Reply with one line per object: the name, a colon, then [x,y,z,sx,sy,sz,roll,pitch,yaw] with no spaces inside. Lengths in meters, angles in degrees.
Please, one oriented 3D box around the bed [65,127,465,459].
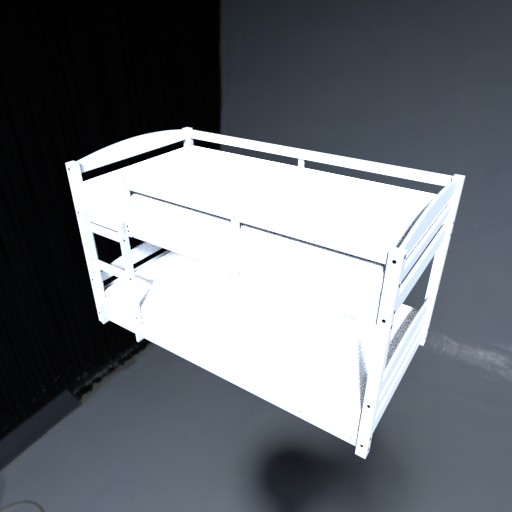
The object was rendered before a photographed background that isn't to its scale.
bed: [0.000,0.000,2.778,2.013,1.206,1.105,18,34,29]
